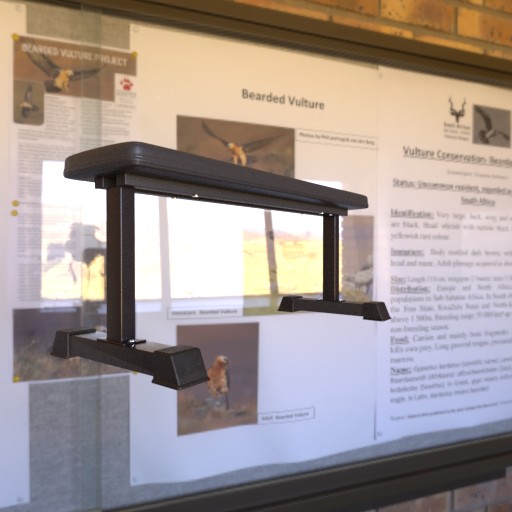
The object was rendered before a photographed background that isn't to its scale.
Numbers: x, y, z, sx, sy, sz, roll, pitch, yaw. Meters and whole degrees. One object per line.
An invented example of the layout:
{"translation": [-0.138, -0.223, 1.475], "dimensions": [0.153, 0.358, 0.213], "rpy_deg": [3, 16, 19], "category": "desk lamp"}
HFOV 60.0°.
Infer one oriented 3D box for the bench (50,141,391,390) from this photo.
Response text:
{"translation": [0.000, 0.000, 1.301], "dimensions": [0.439, 0.453, 1.072], "rpy_deg": [1, 1, 37], "category": "bench"}
